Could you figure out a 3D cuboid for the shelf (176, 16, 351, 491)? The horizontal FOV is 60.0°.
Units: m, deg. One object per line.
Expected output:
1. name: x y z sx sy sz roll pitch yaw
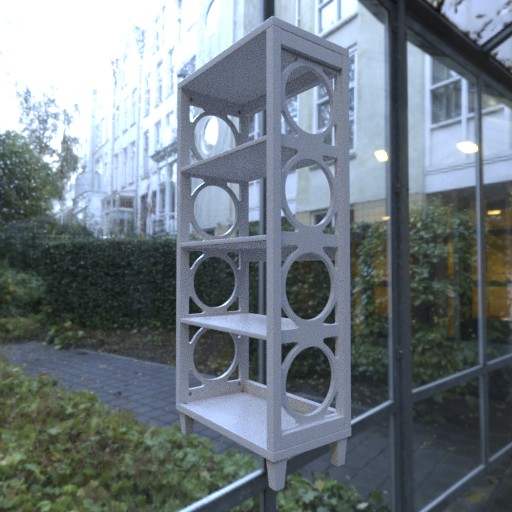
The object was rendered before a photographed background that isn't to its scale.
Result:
1. shelf: 0.000 0.000 1.642 0.340 1.411 0.611 1 -2 -37
